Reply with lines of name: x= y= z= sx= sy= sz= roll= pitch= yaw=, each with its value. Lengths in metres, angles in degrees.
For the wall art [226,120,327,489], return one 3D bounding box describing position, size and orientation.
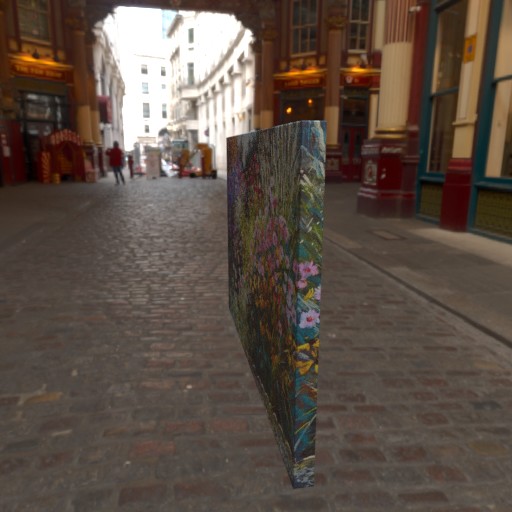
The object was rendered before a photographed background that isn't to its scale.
wall art: x=0.000 y=0.000 z=1.125 sx=0.037 sy=0.604 sz=0.908 roll=-2 pitch=14 yaw=-10
